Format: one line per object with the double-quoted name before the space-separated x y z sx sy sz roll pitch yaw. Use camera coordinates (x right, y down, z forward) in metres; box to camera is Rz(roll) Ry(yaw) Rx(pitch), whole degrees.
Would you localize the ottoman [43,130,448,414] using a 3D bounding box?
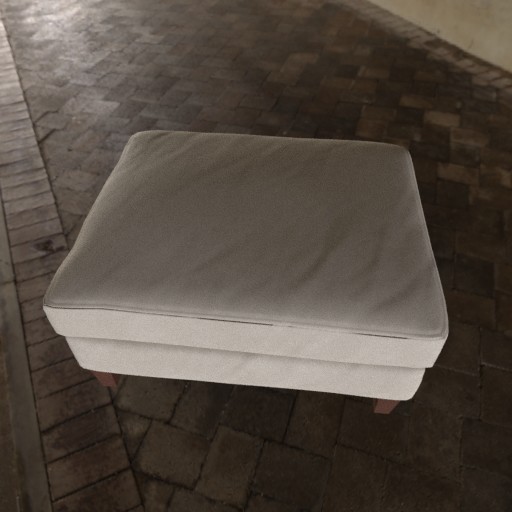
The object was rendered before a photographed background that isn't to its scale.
"ottoman" 0.000 0.000 1.460 1.002 0.492 0.836 4 47 4
